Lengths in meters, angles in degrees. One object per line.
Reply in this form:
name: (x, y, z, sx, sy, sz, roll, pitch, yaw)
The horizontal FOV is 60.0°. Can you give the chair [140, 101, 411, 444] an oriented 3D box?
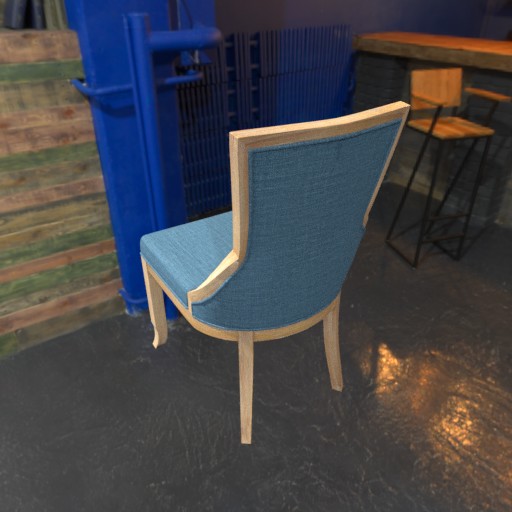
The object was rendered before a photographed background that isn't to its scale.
chair: (0.000, 0.000, 1.342, 0.524, 0.947, 0.641, -19, 36, -28)
